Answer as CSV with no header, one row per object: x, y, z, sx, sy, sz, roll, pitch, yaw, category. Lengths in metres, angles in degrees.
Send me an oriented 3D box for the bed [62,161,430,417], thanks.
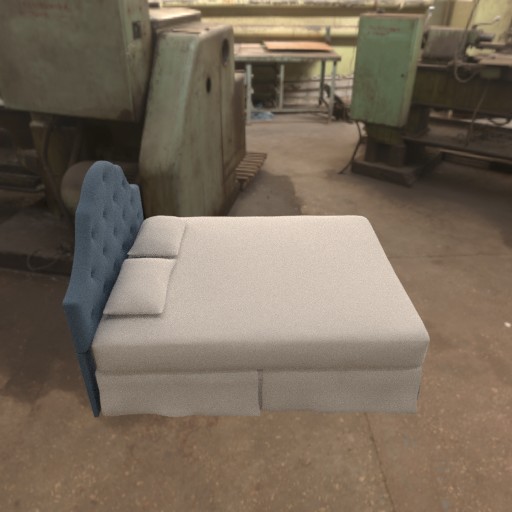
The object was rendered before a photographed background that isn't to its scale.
0.000,0.000,3.761,2.477,1.617,2.039,-1,31,-1,bed
